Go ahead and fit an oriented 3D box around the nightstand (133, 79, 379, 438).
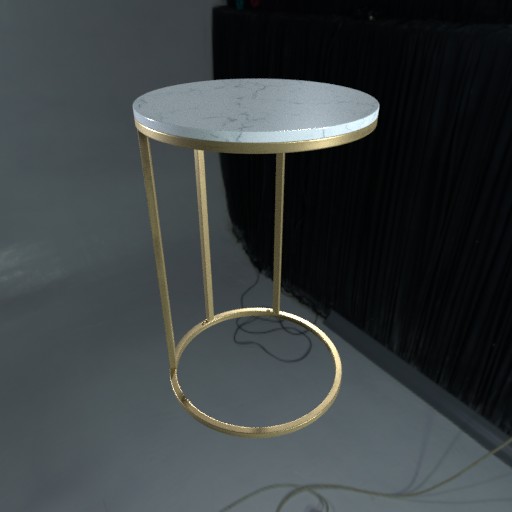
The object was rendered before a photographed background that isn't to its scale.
[{"bbox_3d":[0.000,0.000,0.896,0.400,0.610,0.400,-22,38,-33],"label":"nightstand"}]
